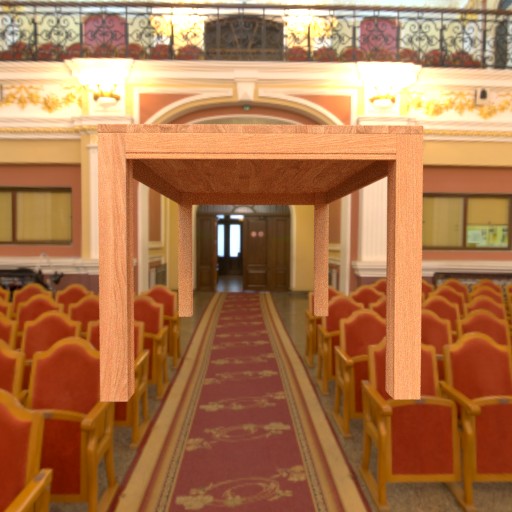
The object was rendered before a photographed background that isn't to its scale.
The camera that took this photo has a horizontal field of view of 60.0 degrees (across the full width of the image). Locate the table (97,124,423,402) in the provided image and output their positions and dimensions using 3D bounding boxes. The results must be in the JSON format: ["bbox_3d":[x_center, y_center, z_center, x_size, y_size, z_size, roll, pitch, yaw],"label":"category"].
[{"bbox_3d":[0.000,0.000,1.984,0.900,0.770,1.500,0,2,-1],"label":"table"}]
